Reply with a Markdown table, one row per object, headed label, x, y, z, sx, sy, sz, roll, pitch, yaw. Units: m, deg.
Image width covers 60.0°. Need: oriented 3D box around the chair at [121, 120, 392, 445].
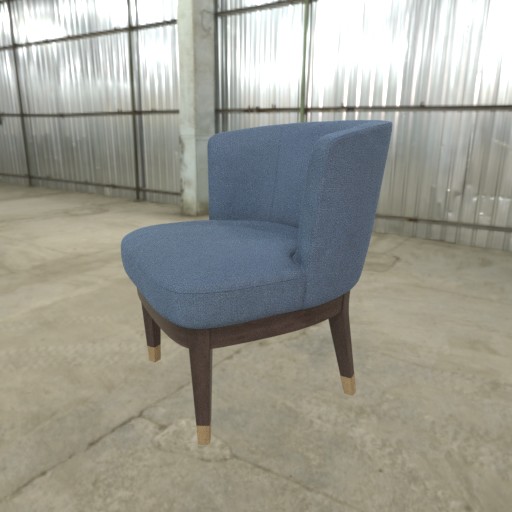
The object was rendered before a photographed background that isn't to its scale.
| label | x | y | z | sx | sy | sz | roll | pitch | yaw |
| --- | --- | --- | --- | --- | --- | --- | --- | --- | --- |
| chair | 0.000 | 0.000 | 1.285 | 0.702 | 0.760 | 0.661 | -8 | 18 | -26 |
